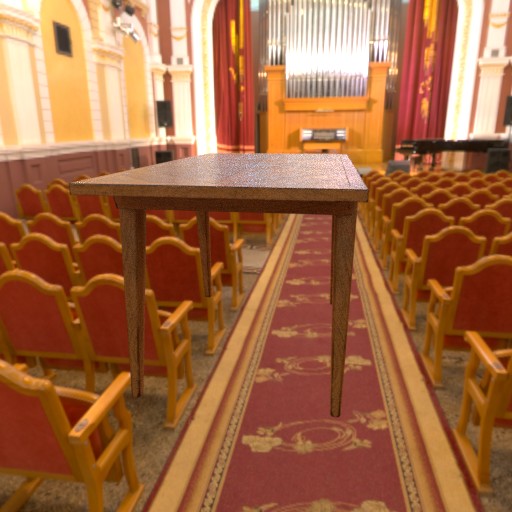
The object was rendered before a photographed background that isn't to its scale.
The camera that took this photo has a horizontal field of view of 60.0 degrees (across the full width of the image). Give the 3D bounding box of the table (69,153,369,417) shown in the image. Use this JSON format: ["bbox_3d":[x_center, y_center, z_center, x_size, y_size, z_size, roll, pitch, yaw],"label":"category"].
[{"bbox_3d":[0.000,0.000,1.858,0.757,0.760,1.400,3,16,9],"label":"table"}]
